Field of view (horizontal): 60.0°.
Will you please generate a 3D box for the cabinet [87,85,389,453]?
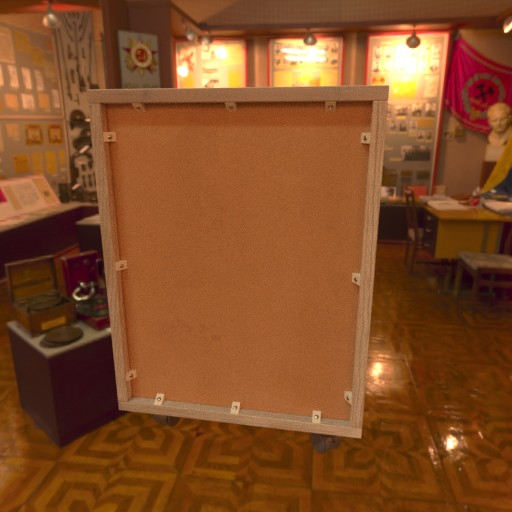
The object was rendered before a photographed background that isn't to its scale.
[{"bbox_3d":[0.000,0.000,0.855,0.409,0.579,0.401,3,17,10],"label":"cabinet"}]
